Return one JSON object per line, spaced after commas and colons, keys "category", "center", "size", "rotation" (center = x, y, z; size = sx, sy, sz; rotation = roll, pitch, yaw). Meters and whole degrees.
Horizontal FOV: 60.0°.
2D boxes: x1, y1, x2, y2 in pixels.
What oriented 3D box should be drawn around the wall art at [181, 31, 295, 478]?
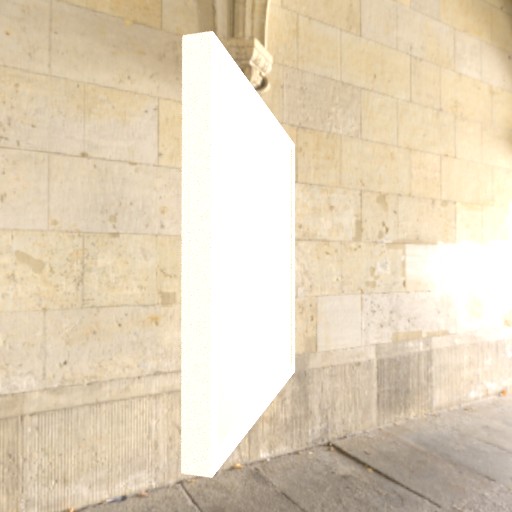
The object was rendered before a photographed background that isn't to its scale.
{"category": "wall art", "center": [0.000, 0.000, 0.751], "size": [0.038, 0.508, 0.508], "rotation": [0, -1, 16]}
